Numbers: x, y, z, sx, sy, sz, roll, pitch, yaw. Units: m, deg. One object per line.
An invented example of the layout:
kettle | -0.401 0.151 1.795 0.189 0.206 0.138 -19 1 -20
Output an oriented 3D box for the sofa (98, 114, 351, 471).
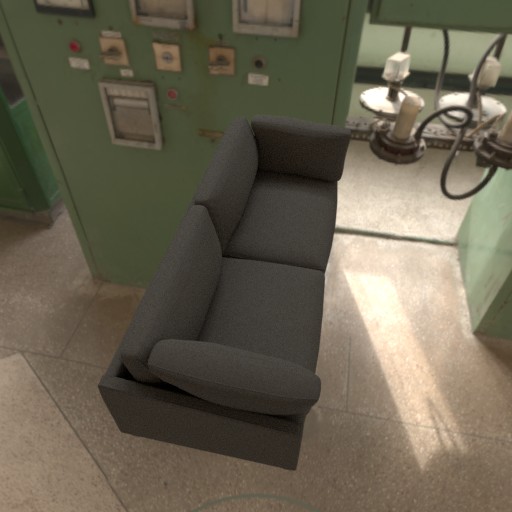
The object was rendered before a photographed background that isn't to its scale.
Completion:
sofa | 0.000 0.000 2.797 0.969 0.792 2.312 9 47 8
